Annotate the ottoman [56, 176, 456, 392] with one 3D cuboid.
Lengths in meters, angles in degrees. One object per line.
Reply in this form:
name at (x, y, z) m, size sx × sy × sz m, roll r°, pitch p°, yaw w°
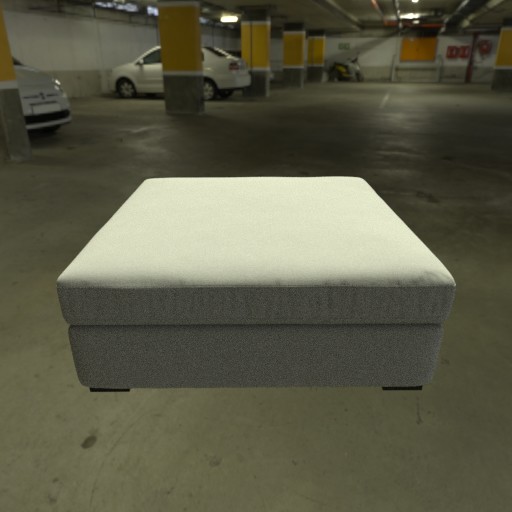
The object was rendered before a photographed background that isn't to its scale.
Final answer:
ottoman at (0.000, 0.000, 1.817) m, size 1.163 × 0.482 × 1.167 m, roll 0°, pitch 24°, yaw 0°
